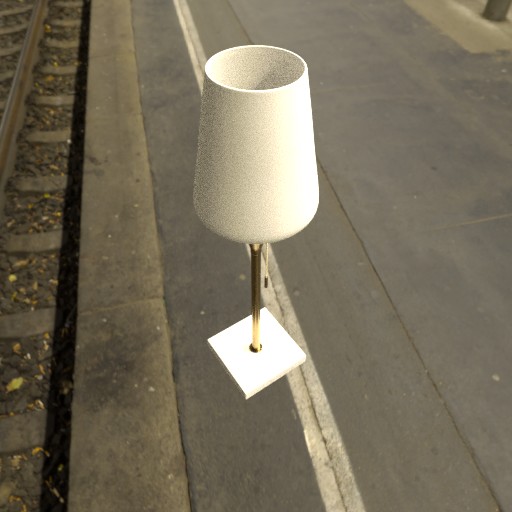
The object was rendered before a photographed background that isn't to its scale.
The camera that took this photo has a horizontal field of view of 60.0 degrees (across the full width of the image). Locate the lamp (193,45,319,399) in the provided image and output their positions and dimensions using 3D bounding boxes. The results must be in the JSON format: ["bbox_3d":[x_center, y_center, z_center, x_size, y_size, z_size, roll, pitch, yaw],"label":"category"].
[{"bbox_3d":[0.000,0.000,0.739,0.181,0.639,0.181,-27,53,-22],"label":"lamp"}]
